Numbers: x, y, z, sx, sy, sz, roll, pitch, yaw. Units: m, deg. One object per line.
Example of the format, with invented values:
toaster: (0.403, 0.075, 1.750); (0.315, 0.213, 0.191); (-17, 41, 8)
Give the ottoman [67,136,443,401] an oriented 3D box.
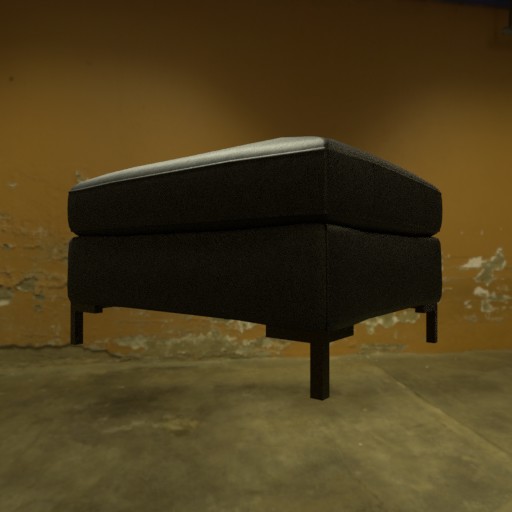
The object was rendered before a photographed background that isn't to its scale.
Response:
ottoman: (0.000, 0.000, 1.774); (1.187, 0.696, 0.967); (0, 0, 38)
